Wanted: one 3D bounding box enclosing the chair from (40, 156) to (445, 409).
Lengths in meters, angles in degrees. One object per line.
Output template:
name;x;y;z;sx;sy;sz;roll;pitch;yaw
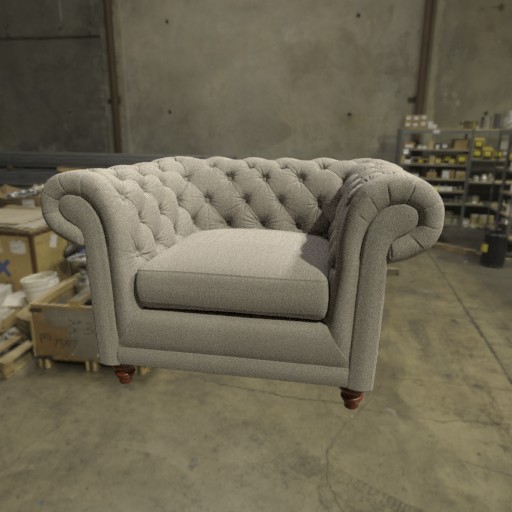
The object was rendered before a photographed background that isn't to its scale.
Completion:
chair;0.000;0.000;1.838;1.270;0.770;0.976;3;16;11
